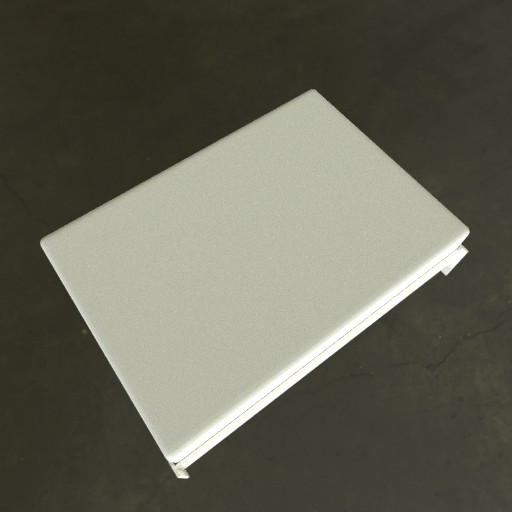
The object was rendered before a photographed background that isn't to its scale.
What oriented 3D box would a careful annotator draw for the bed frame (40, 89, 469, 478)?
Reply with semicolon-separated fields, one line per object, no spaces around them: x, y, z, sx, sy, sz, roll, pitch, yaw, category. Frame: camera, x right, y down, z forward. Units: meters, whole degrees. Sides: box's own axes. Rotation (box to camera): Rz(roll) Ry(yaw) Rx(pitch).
0.000;0.000;2.589;1.945;0.497;1.445;-33;68;-16;bed frame
